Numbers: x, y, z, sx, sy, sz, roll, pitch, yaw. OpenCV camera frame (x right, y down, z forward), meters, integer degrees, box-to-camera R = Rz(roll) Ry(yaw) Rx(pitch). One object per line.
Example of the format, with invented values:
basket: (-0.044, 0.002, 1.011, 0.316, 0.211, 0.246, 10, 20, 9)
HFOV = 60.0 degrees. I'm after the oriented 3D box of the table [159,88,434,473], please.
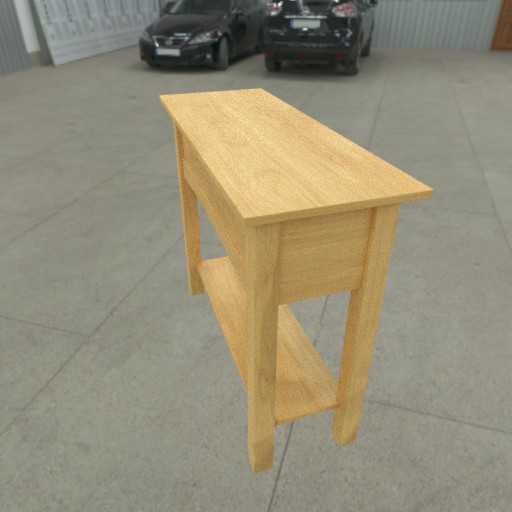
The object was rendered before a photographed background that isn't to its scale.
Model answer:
table: (0.000, 0.000, 1.264, 0.340, 0.728, 0.900, -10, 33, -16)
